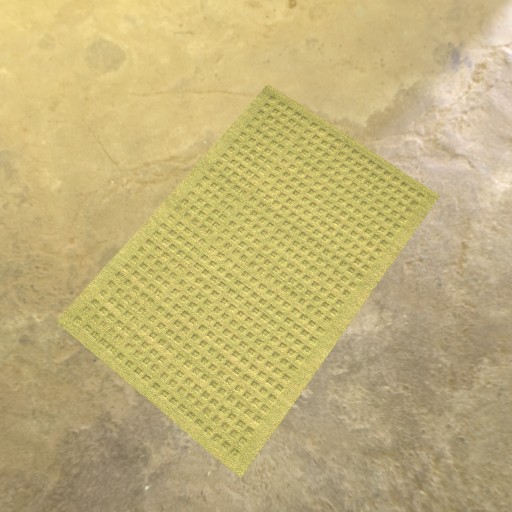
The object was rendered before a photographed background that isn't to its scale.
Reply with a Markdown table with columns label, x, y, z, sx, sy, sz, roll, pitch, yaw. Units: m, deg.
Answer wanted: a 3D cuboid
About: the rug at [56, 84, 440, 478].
| label | x | y | z | sx | sy | sz | roll | pitch | yaw |
| --- | --- | --- | --- | --- | --- | --- | --- | --- | --- |
| rug | 0.000 | 0.000 | 3.008 | 1.529 | 0.007 | 2.297 | 36 | 77 | 10 |
